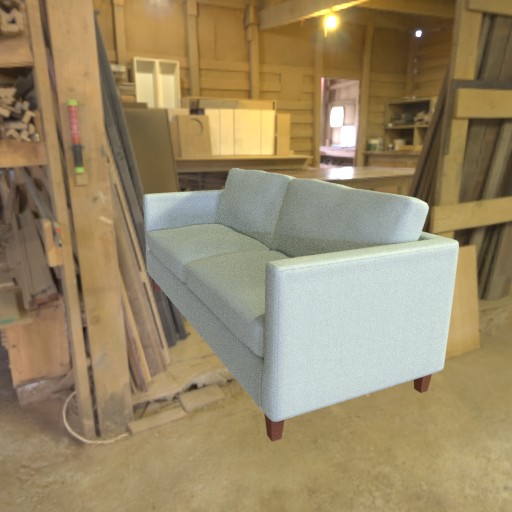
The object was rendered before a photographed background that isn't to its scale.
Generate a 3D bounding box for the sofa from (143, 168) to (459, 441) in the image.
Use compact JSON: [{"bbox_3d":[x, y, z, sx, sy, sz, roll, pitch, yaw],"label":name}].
[{"bbox_3d":[0.000,0.000,2.750,0.951,0.965,2.208,-7,17,-25],"label":"sofa"}]
